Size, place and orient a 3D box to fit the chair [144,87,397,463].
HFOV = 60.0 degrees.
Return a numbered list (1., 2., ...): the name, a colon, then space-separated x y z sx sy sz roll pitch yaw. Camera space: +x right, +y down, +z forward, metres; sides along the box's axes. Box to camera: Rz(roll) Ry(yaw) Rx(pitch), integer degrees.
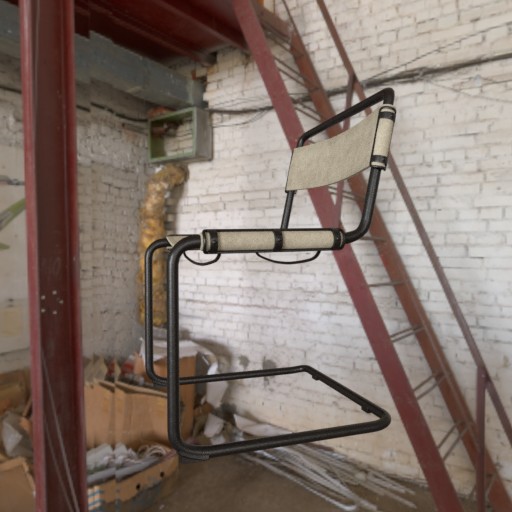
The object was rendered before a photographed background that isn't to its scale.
1. chair: 0.000 0.000 1.093 0.497 0.747 0.499 -1 2 -19
